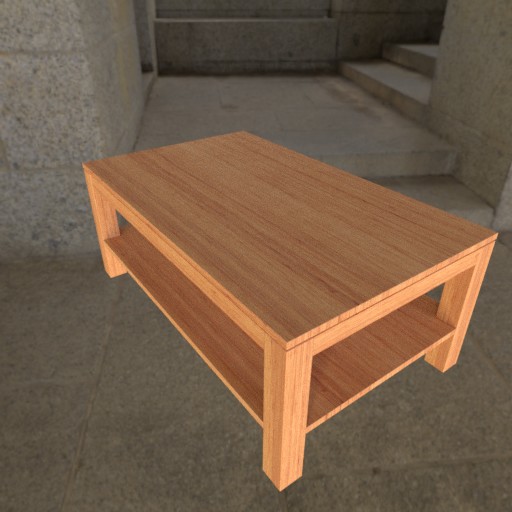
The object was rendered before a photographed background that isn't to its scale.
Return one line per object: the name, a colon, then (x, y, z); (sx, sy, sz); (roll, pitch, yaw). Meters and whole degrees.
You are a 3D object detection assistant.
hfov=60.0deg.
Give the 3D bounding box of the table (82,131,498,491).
table: (0.000, 0.000, 1.469); (0.695, 0.457, 1.146); (-21, 37, -30)
